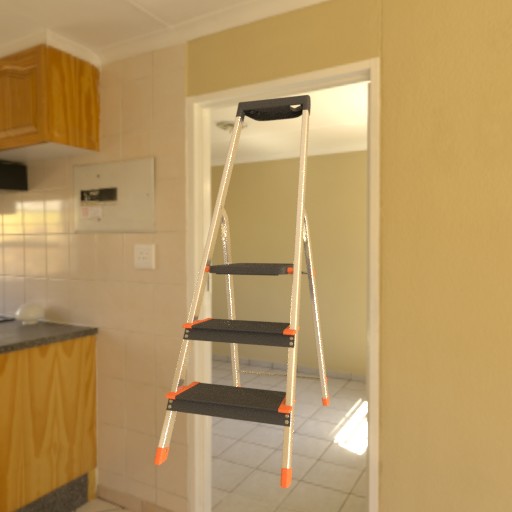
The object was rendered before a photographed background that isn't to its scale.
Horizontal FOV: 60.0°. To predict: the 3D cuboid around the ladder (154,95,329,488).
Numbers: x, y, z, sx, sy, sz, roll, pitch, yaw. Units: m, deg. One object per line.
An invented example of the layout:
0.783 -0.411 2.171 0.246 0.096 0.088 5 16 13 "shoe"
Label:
0.000 0.000 1.564 0.416 1.229 0.686 0 1 19 "ladder"
